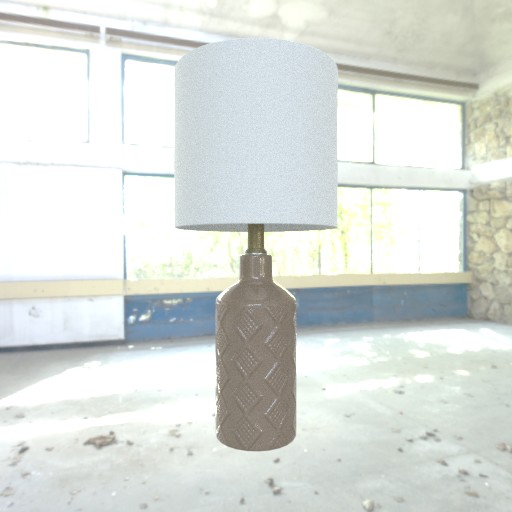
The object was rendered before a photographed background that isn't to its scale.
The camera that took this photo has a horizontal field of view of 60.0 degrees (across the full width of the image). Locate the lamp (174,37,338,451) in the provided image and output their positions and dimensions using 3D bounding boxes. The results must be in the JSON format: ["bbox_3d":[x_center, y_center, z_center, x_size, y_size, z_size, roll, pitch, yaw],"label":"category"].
[{"bbox_3d":[0.000,0.000,0.570,0.207,0.461,0.207,0,1,-18],"label":"lamp"}]
